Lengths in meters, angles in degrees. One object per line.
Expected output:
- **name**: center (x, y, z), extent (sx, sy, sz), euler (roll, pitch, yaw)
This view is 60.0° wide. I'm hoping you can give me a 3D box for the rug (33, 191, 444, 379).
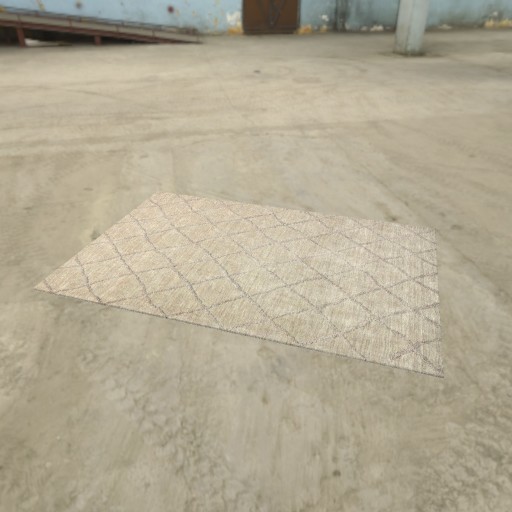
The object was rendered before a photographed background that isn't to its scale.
- **rug**: center (0.000, 0.000, 2.935), extent (2.280, 0.015, 1.521), euler (9, 33, 15)
